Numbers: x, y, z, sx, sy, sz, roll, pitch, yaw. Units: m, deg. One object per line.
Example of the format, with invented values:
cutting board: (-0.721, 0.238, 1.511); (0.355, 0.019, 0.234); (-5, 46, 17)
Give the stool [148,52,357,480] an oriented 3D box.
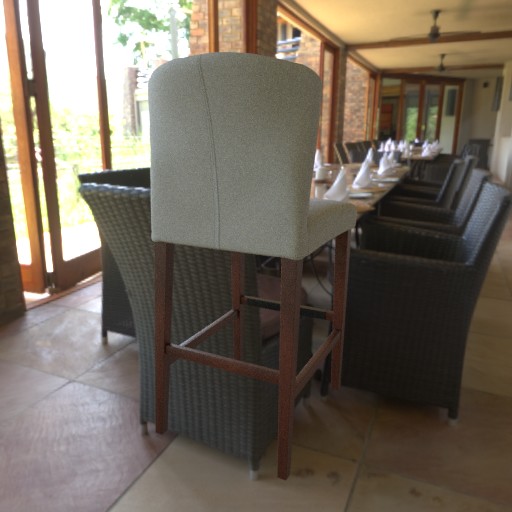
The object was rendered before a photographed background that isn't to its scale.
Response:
stool: (0.000, 0.000, 1.361); (0.479, 1.069, 0.568); (8, 17, 26)
